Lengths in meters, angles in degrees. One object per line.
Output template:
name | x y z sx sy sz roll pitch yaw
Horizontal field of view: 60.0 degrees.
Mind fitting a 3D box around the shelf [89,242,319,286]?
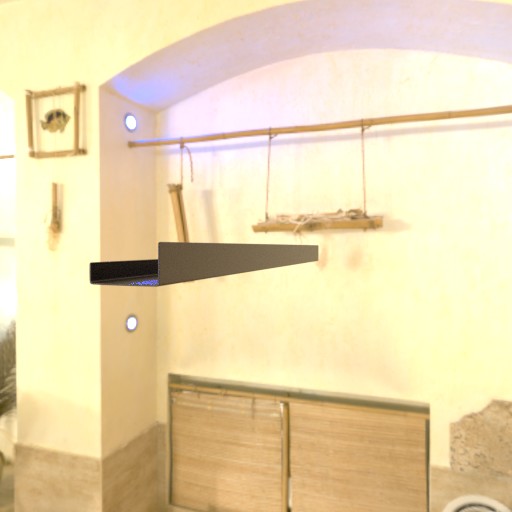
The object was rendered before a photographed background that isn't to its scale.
shelf | 0.000 0.000 0.930 0.092 0.049 0.924 0 1 19
